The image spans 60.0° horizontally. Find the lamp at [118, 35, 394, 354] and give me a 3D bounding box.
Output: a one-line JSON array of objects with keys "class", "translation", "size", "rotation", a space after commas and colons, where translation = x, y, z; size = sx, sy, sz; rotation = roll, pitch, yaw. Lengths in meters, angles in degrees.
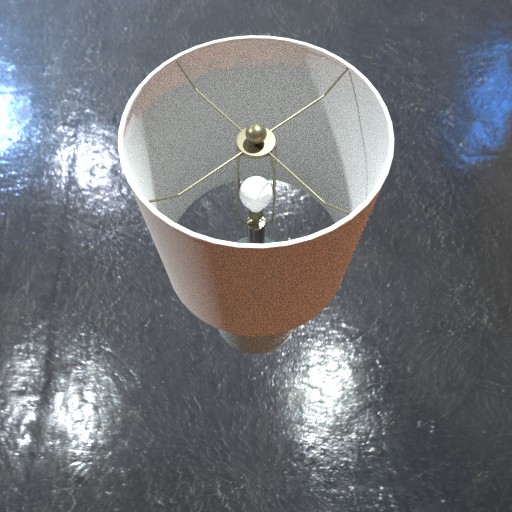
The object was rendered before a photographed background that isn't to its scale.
[{"class": "lamp", "translation": [0.000, 0.000, 1.063], "size": [0.418, 0.871, 0.418], "rotation": [-2, 63, -1]}]
